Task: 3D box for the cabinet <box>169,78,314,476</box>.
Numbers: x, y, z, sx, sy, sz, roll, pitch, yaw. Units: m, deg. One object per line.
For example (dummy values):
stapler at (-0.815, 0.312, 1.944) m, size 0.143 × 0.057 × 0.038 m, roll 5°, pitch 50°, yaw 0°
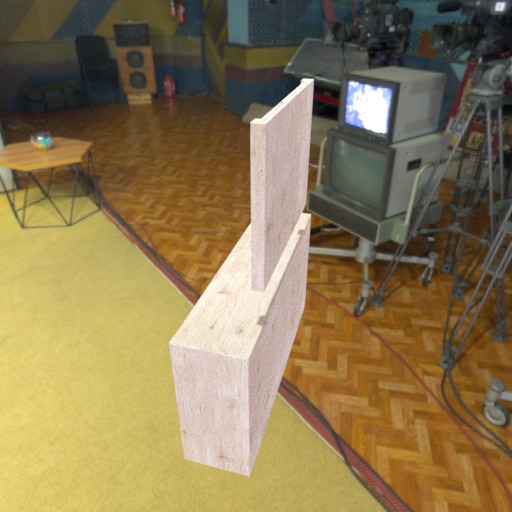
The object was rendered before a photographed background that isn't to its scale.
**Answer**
cabinet at (0.000, 0.000, 2.846) m, size 0.420 × 1.981 × 1.700 m, roll 8°, pitch 32°, yaw 14°
